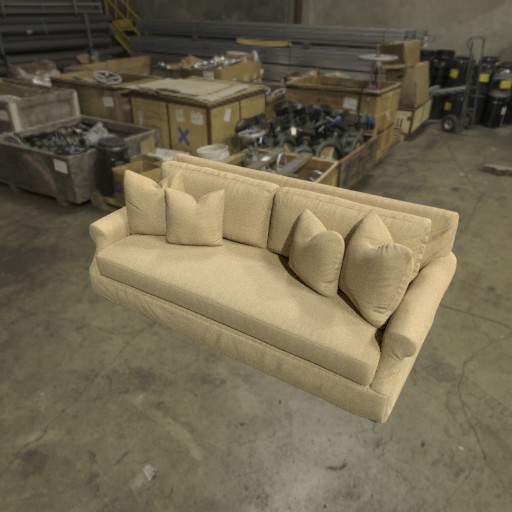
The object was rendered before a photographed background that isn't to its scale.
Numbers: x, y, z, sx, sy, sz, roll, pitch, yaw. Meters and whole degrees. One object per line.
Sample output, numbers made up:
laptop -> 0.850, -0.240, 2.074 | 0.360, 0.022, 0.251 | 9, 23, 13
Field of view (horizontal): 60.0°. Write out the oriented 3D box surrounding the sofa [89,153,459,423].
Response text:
sofa -> 0.000, 0.000, 2.892 | 2.285, 0.904, 1.067 | 18, 34, 28
